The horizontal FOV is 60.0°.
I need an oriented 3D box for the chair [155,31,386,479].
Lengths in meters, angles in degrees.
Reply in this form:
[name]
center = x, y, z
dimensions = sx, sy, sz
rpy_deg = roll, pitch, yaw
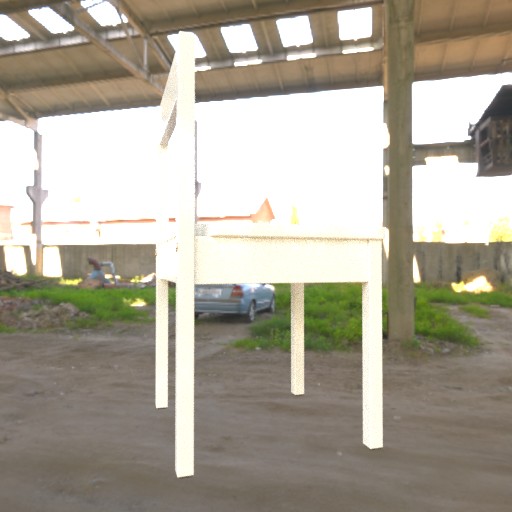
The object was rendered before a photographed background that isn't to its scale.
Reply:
[chair]
center = 0.000, 0.000, 0.881
dimensions = 0.361, 0.668, 0.367
rpy_deg = 0, -1, -18
